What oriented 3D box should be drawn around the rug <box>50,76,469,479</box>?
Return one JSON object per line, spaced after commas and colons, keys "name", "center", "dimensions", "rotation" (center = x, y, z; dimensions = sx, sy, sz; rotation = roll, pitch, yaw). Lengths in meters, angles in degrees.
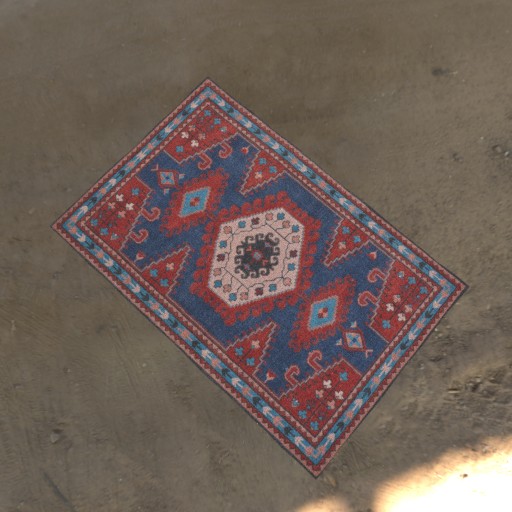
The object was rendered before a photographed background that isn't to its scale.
{"name": "rug", "center": [0.000, 0.000, 2.272], "dimensions": [1.820, 0.012, 1.207], "rotation": [41, 80, 9]}
